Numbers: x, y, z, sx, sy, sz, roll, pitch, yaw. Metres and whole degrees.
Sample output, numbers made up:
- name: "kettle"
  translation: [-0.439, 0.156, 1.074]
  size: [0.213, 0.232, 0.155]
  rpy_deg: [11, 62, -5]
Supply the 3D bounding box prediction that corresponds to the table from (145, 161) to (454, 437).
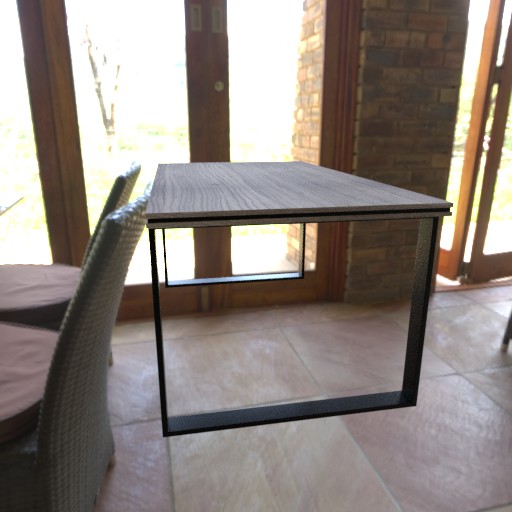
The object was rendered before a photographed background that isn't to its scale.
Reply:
- name: "table"
  translation: [0.000, 0.000, 2.068]
  size: [0.881, 0.736, 1.579]
  rpy_deg: [-3, 17, -10]
